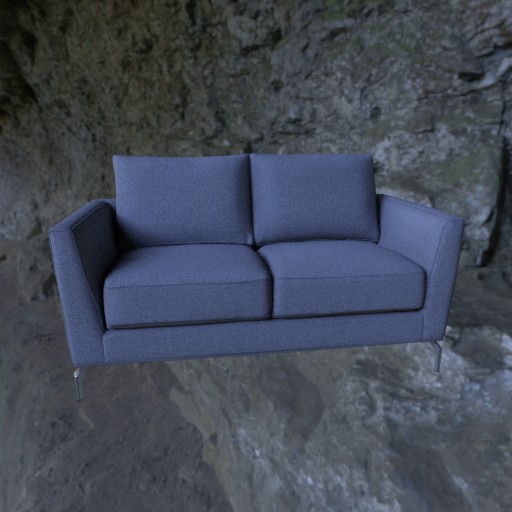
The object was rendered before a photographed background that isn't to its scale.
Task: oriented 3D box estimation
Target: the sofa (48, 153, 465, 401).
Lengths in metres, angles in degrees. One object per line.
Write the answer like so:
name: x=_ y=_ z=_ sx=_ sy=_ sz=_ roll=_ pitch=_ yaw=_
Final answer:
sofa: x=0.000 y=0.000 z=2.089 sx=1.594 sy=0.924 sz=0.803 roll=-2 pitch=15 yaw=-8
